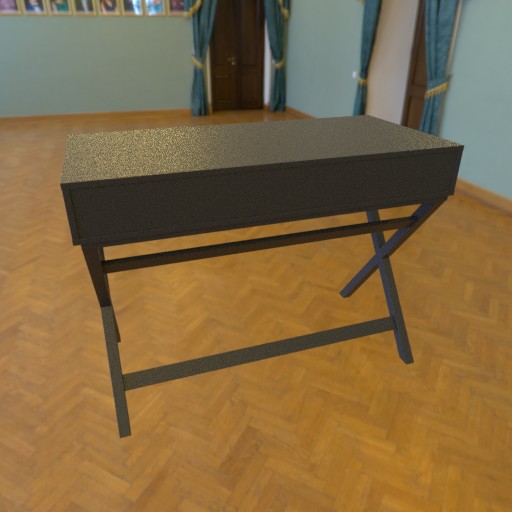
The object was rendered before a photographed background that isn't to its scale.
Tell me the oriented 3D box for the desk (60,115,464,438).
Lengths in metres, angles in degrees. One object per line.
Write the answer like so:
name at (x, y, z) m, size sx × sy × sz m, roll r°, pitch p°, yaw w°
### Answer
desk at (0.000, 0.000, 1.491) m, size 1.057 × 0.780 × 0.525 m, roll -9°, pitch 29°, yaw -17°
